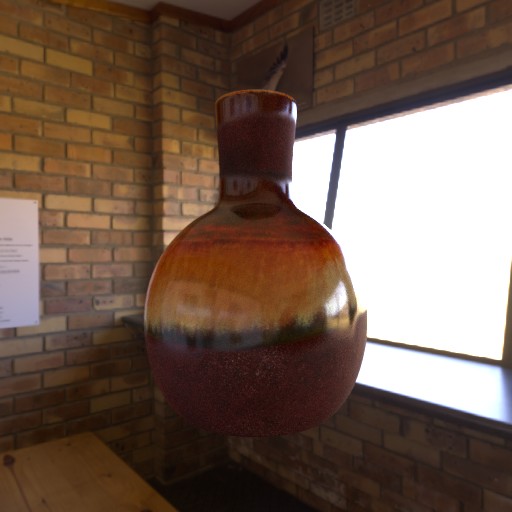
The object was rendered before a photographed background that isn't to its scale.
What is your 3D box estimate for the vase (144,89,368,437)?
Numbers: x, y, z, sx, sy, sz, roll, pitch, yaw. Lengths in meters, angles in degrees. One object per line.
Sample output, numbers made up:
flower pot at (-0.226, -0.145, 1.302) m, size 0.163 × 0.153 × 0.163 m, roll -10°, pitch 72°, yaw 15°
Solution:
vase at (0.000, 0.000, 0.225) m, size 0.111 × 0.154 × 0.111 m, roll 0°, pitch 1°, yaw 0°
